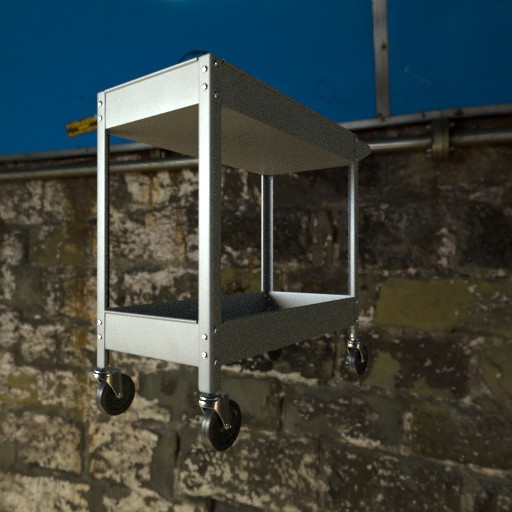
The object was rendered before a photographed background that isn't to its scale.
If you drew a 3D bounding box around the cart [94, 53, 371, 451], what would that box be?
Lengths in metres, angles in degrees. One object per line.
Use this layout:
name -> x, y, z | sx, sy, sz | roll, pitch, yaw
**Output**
cart -> 0.000, 0.000, 1.192 | 0.366, 0.719, 0.779 | 0, 0, 36
